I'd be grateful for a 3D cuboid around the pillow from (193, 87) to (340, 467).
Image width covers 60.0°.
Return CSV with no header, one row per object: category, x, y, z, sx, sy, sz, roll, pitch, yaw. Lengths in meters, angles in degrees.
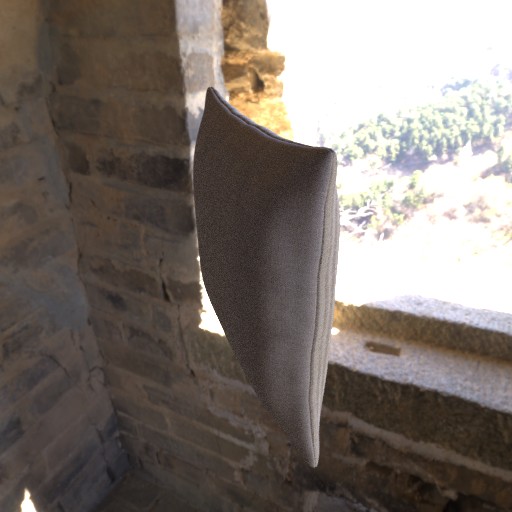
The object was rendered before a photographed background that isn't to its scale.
pillow,0.000,0.000,0.796,0.166,0.510,0.523,-10,30,-17
